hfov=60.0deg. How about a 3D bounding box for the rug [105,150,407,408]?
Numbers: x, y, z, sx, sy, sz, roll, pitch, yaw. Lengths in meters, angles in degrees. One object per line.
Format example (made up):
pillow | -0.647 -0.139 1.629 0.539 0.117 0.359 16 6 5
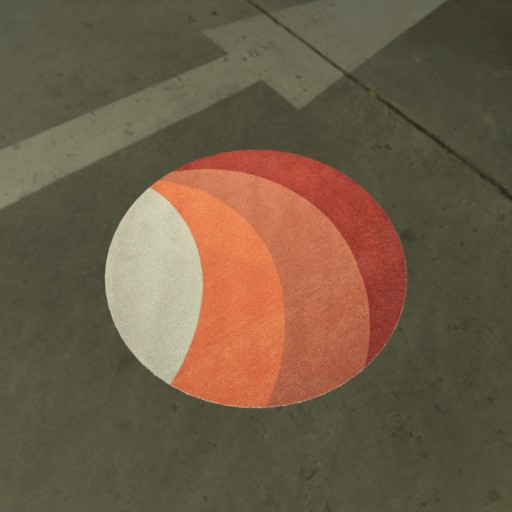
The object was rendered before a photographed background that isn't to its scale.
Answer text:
rug | 0.000 0.000 2.262 1.514 0.015 1.514 0 57 0
